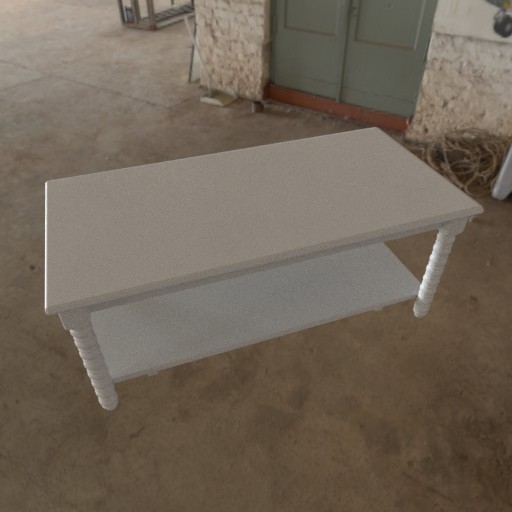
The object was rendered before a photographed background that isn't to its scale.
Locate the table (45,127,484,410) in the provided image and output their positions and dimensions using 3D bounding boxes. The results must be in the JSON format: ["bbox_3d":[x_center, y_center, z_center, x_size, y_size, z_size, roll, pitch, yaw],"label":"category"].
[{"bbox_3d":[0.000,0.000,1.462,1.171,0.487,0.580,-13,42,-15],"label":"table"}]
